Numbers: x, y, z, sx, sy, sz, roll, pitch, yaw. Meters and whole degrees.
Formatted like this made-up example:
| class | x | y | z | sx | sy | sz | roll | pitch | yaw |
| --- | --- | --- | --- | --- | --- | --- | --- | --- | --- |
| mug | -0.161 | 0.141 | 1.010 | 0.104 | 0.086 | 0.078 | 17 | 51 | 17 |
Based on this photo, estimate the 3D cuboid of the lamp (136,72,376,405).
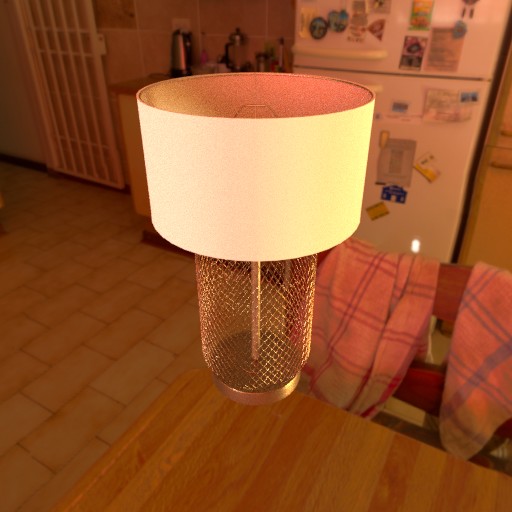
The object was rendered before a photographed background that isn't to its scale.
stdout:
| class | x | y | z | sx | sy | sz | roll | pitch | yaw |
| --- | --- | --- | --- | --- | --- | --- | --- | --- | --- |
| lamp | 0.000 | 0.000 | 0.814 | 0.353 | 0.578 | 0.353 | 0 | 31 | 0 |
